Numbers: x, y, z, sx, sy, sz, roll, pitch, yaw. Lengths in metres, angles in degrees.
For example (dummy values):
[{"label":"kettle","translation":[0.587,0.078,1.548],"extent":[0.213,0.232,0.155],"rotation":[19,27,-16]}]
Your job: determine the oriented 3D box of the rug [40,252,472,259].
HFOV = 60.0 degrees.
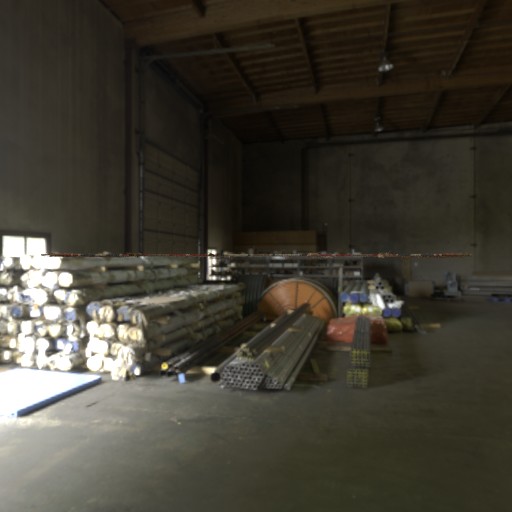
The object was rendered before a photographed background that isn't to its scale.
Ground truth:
[{"label":"rug","translation":[0.000,0.000,3.207],"extent":[2.450,0.048,1.778],"rotation":[0,0,0]}]
